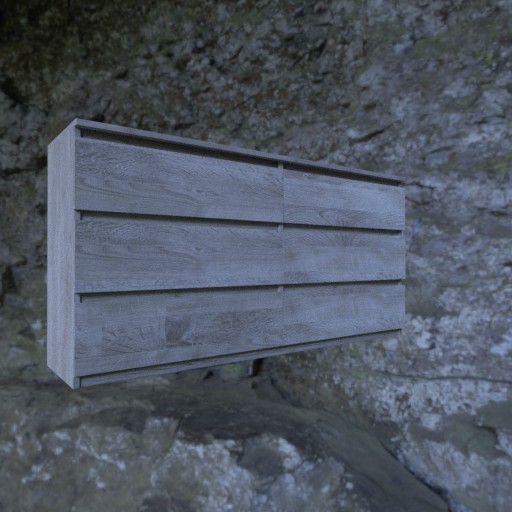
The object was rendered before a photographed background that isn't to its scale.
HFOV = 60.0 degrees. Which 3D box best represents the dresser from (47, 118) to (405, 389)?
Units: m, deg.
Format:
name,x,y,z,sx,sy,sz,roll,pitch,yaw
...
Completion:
name,x,y,z,sx,sy,sz,roll,pitch,yaw
dresser,0.000,0.000,1.913,1.590,0.795,0.390,0,-1,-37
